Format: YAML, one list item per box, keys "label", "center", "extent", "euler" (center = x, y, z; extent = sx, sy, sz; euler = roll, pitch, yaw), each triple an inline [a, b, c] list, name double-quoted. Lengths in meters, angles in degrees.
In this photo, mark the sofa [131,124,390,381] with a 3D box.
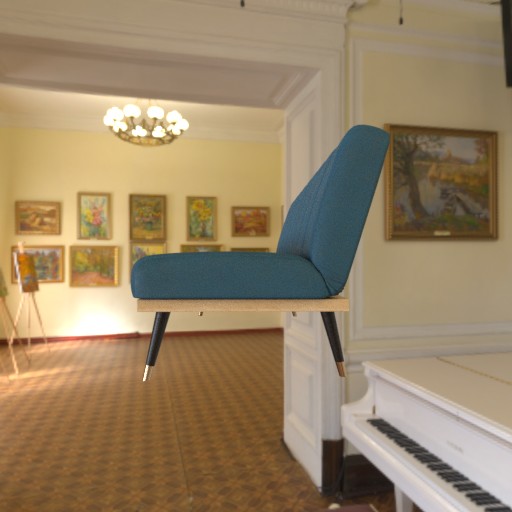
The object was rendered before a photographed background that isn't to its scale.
- label: "sofa"
  center: [0.000, 0.000, 2.285]
  extent: [0.830, 0.825, 1.810]
  euler: [0, 0, -1]
